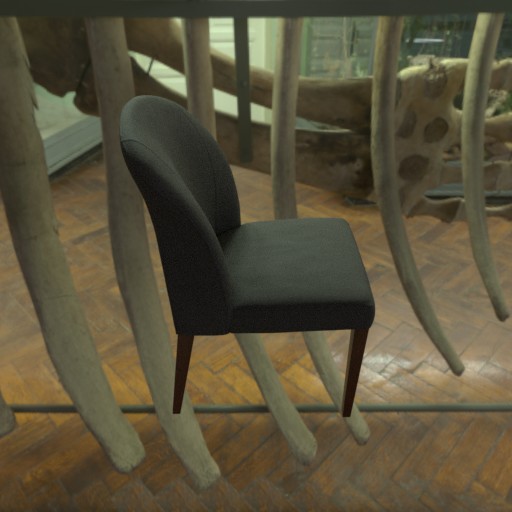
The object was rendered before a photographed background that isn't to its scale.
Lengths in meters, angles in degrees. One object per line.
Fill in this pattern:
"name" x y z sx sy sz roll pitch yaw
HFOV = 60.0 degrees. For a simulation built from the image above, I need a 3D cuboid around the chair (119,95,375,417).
"chair" 0.000 0.000 1.298 0.619 0.879 0.506 1 32 1
